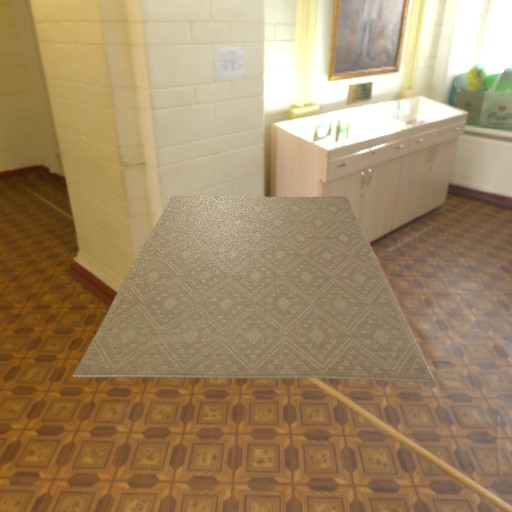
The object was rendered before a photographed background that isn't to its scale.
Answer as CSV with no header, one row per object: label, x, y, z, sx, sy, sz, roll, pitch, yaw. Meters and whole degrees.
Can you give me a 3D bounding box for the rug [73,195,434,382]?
rug,0.000,0.000,2.330,1.252,0.034,1.829,0,27,1
